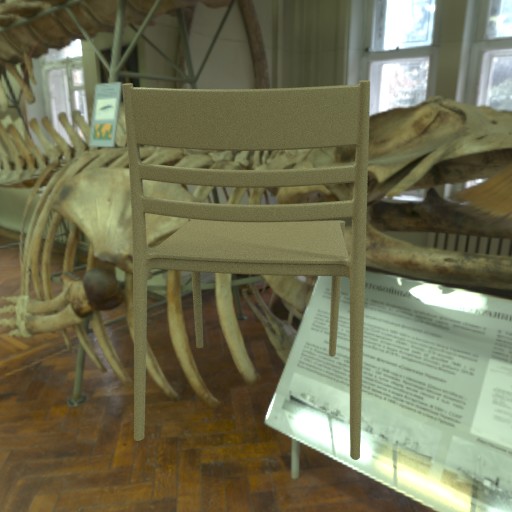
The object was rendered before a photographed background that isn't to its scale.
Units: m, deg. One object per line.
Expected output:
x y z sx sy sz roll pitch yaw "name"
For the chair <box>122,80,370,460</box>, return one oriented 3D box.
0.000 0.000 1.142 0.531 0.800 0.511 2 16 7 "chair"
